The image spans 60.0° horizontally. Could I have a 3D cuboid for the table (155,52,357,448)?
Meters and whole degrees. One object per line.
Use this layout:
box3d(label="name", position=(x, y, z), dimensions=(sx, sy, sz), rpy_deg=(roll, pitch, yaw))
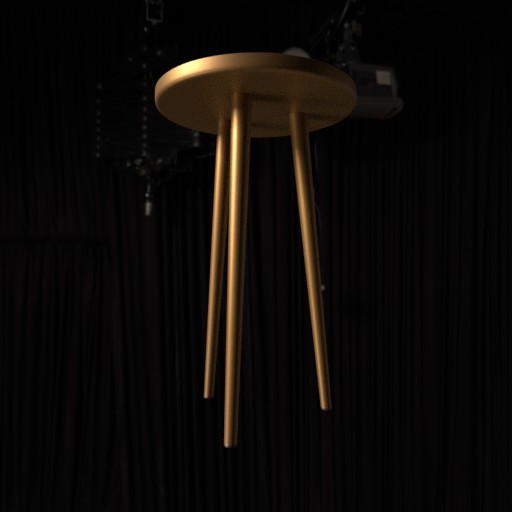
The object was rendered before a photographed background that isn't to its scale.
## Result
box3d(label="table", position=(0.000, 0.000, 0.672), dimensions=(0.299, 0.480, 0.299), rpy_deg=(0, 0, -17))
